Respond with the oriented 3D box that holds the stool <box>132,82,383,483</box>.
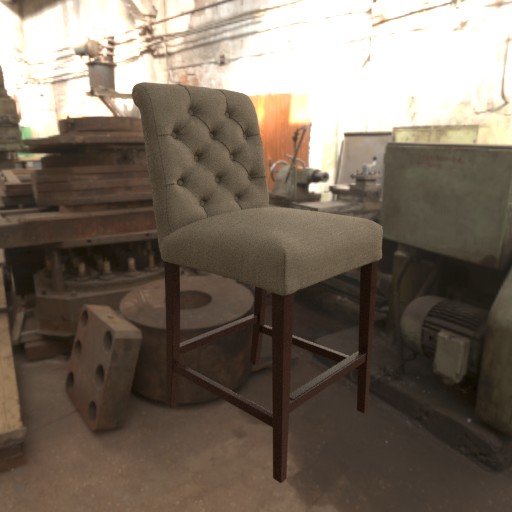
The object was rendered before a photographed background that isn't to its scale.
[{"bbox_3d":[0.000,0.000,1.445,0.660,1.084,0.486,13,19,42],"label":"stool"}]
